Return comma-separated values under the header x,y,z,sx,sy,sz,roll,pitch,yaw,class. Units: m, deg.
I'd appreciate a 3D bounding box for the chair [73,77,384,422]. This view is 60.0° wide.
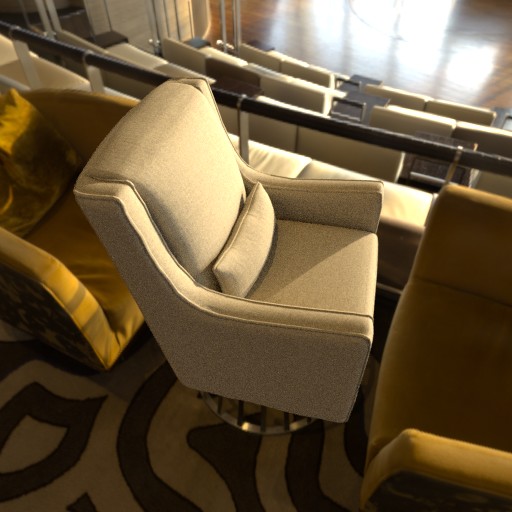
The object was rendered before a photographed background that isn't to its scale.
x,y,z,sx,sy,sz,roll,pitch,yaw,class
0.000,0.000,1.595,0.879,0.993,0.732,10,47,10,chair
